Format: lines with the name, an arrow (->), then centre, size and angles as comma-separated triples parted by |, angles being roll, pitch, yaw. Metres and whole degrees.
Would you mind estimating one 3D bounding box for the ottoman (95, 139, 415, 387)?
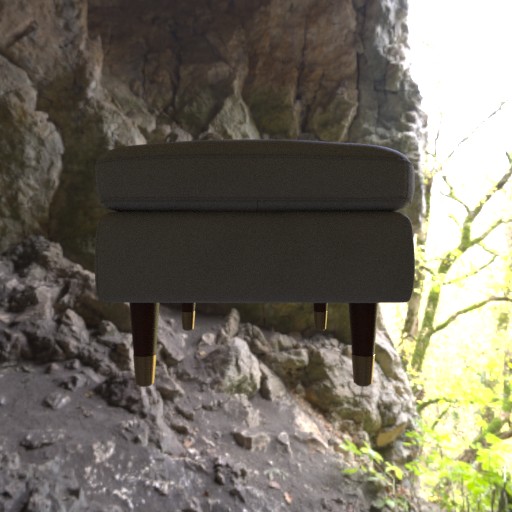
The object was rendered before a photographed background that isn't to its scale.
ottoman -> 0.000, 0.000, 1.122 | 0.593, 0.478, 0.747 | 0, 1, 0
